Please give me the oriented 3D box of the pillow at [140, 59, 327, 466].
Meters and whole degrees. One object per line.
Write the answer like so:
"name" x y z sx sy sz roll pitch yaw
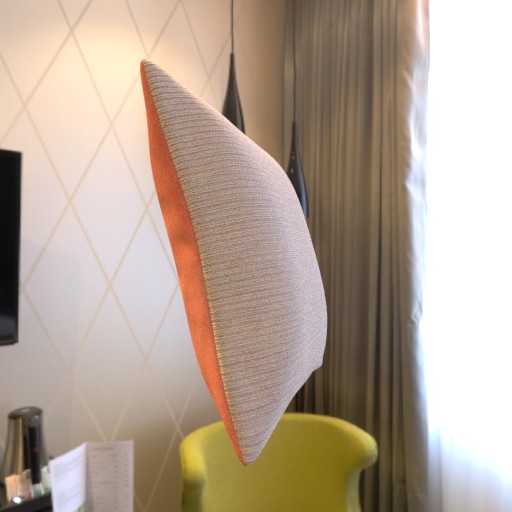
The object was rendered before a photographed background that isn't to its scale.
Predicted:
"pillow" 0.000 0.000 0.634 0.177 0.401 0.424 0 -1 17
